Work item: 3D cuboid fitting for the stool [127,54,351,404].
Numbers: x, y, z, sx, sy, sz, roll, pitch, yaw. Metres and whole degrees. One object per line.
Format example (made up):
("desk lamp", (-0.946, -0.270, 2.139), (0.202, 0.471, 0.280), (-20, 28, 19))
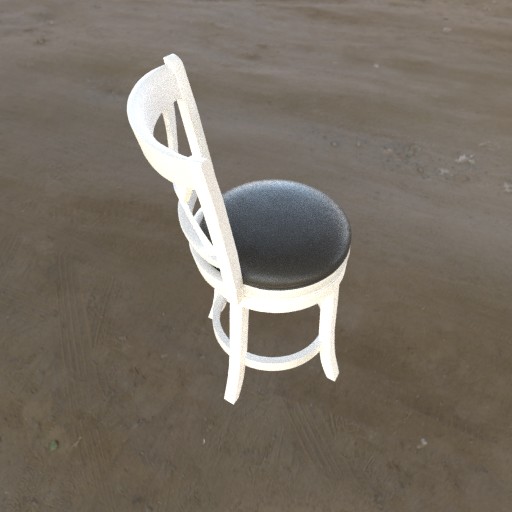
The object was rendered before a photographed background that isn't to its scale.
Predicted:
("stool", (0.000, 0.000, 1.227), (0.508, 0.953, 0.444), (-10, 47, -9))
